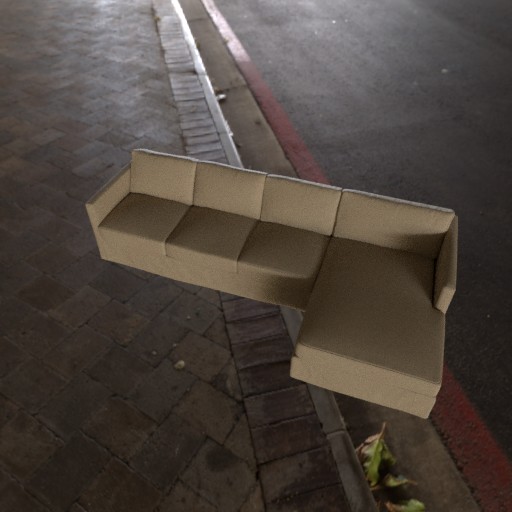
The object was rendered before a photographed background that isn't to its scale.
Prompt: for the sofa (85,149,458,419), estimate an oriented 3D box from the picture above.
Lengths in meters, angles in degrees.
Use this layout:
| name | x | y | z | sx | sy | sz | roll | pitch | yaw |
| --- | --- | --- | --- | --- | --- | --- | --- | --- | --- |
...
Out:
| name | x | y | z | sx | sy | sz | roll | pitch | yaw |
| --- | --- | --- | --- | --- | --- | --- | --- | --- | --- |
| sofa | 0.000 | 0.000 | 3.827 | 3.206 | 0.871 | 1.622 | 13 | 44 | 14 |
